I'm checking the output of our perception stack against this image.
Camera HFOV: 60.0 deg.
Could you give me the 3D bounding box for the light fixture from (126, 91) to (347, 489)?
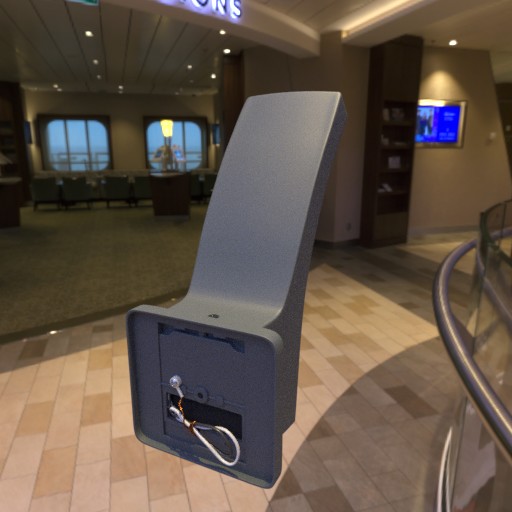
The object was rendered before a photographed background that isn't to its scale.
[{"bbox_3d":[0.000,0.000,0.330,0.108,0.243,0.174,7,16,26],"label":"light fixture"}]
